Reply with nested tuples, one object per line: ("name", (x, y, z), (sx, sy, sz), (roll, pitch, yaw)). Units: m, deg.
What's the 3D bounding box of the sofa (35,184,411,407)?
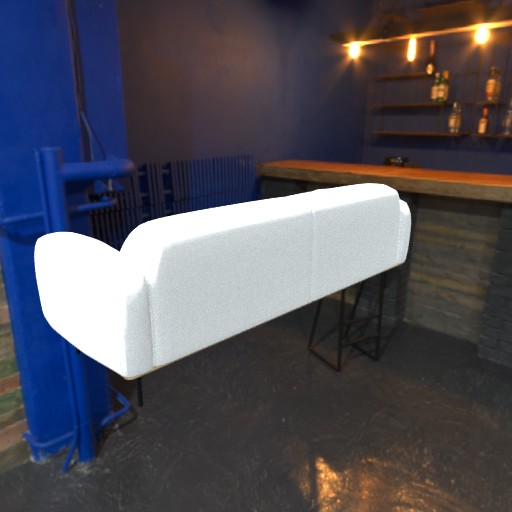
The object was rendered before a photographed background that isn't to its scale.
("sofa", (0.000, 0.000, 2.641), (2.280, 0.780, 0.870), (-16, 23, -42))
